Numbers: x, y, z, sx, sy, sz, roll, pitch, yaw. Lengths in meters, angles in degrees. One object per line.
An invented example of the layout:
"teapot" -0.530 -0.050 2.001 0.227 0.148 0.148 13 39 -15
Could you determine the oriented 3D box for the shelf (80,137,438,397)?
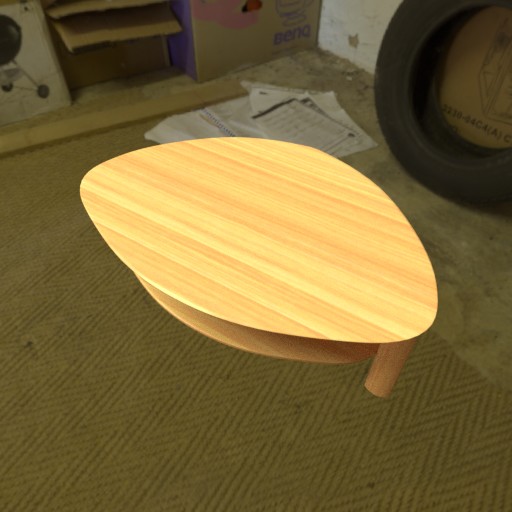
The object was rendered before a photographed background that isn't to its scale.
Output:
"shelf" 0.000 0.000 1.610 1.246 0.440 0.845 24 52 21
